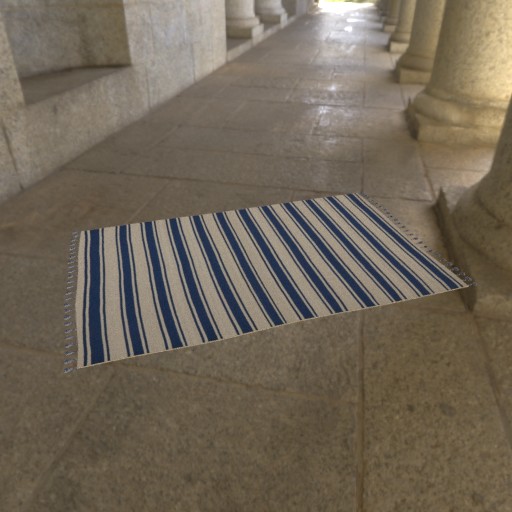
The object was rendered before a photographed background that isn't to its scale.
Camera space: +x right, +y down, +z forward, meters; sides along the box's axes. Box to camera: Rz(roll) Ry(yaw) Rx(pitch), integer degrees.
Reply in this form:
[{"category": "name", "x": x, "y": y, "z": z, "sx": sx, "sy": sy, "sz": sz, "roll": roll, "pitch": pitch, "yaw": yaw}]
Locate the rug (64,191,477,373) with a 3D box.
[{"category": "rug", "x": 0.000, "y": 0.000, "z": 2.603, "sx": 2.108, "sy": 0.009, "sz": 1.248, "roll": -10, "pitch": 34, "yaw": -14}]
